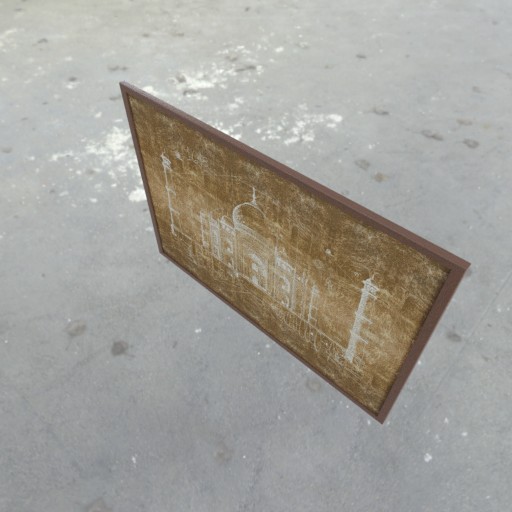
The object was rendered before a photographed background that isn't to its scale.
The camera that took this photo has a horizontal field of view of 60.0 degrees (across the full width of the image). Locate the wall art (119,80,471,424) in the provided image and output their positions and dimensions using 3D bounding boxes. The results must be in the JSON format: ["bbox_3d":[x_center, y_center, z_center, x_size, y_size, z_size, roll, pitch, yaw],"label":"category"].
[{"bbox_3d":[0.000,0.000,0.825,0.660,0.455,0.014,34,56,27],"label":"wall art"}]
